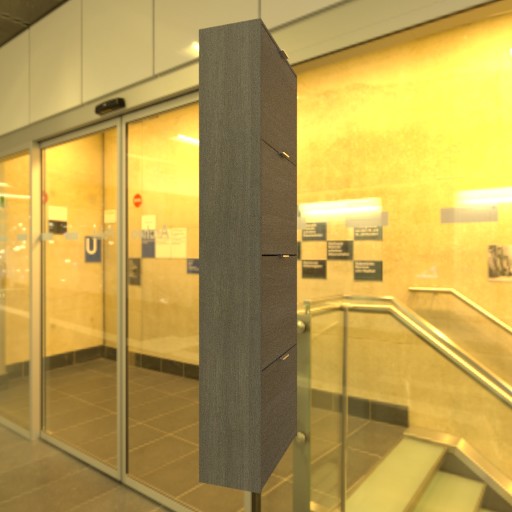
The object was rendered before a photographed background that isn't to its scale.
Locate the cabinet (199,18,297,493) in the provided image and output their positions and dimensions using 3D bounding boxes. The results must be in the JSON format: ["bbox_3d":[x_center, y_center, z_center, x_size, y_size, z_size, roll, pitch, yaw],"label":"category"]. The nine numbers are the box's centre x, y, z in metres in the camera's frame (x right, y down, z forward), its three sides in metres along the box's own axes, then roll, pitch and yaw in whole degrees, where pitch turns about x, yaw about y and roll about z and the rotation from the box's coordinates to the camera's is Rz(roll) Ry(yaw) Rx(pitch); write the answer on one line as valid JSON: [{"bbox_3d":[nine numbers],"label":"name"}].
[{"bbox_3d":[0.000,0.000,1.799,0.255,1.630,0.520,0,0,19],"label":"cabinet"}]
